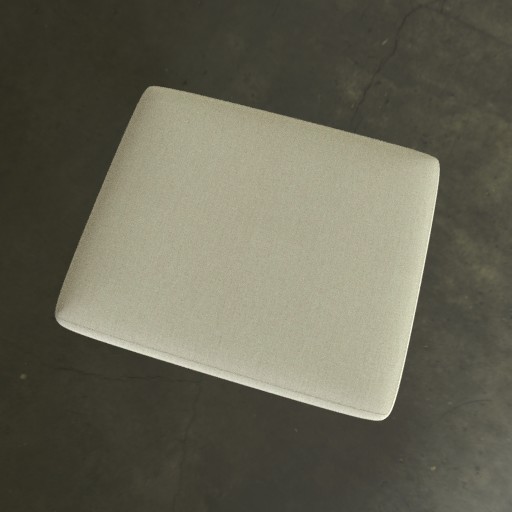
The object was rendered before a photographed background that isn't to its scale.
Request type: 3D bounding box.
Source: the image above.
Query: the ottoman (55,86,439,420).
[{"bbox_3d":[0.000,0.000,1.203,0.794,0.453,0.657,16,75,4],"label":"ottoman"}]
